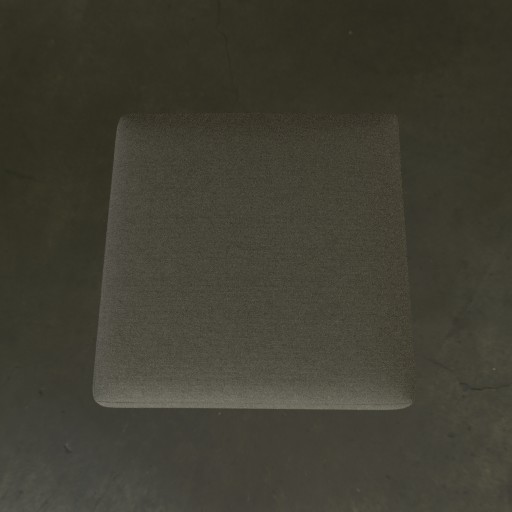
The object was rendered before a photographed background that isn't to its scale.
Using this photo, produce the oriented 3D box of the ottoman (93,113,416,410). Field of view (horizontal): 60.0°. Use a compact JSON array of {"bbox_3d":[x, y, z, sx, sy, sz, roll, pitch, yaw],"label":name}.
[{"bbox_3d":[0.000,0.000,1.607,1.041,0.470,1.041,1,77,0],"label":"ottoman"}]
